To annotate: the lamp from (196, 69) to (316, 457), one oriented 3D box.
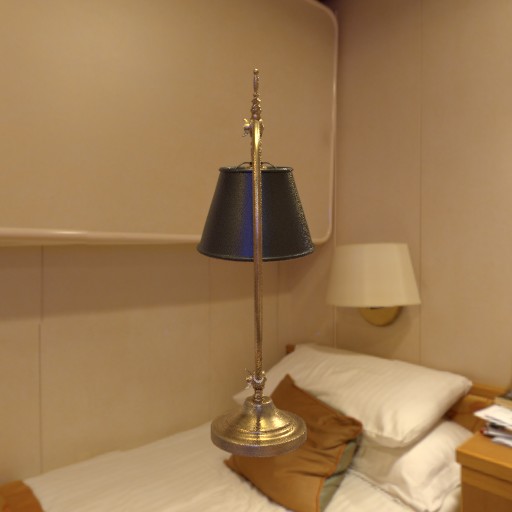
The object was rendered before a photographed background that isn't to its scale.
[{"bbox_3d":[0.000,0.000,0.817,0.235,0.675,0.344,0,1,0],"label":"lamp"}]
